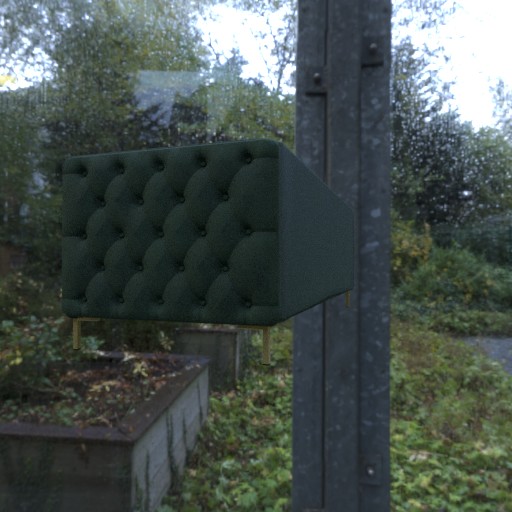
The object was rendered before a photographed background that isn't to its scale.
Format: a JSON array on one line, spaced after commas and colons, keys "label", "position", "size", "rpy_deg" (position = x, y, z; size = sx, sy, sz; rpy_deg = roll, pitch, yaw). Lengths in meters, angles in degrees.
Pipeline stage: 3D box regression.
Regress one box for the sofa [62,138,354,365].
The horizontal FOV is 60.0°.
[{"label": "sofa", "position": [0.000, 0.000, 2.604], "size": [0.895, 0.771, 2.209], "rpy_deg": [0, -1, 19]}]
